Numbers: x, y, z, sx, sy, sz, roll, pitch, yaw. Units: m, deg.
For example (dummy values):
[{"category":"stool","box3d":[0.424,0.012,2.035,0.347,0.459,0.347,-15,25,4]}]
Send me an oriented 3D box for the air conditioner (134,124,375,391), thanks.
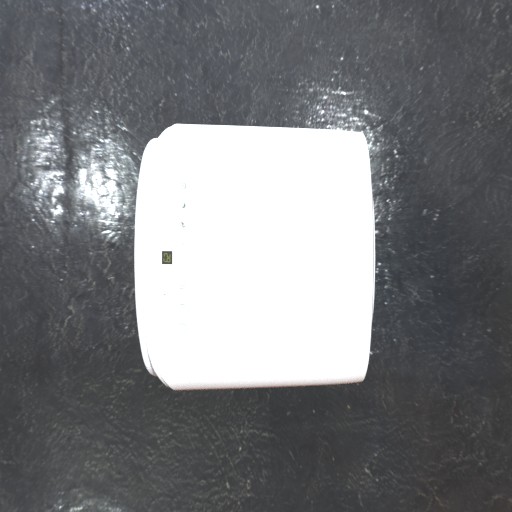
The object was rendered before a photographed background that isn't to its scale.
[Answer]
[{"category":"air conditioner","box3d":[0.000,0.000,1.060,0.467,0.765,0.478,0,90,2]}]
